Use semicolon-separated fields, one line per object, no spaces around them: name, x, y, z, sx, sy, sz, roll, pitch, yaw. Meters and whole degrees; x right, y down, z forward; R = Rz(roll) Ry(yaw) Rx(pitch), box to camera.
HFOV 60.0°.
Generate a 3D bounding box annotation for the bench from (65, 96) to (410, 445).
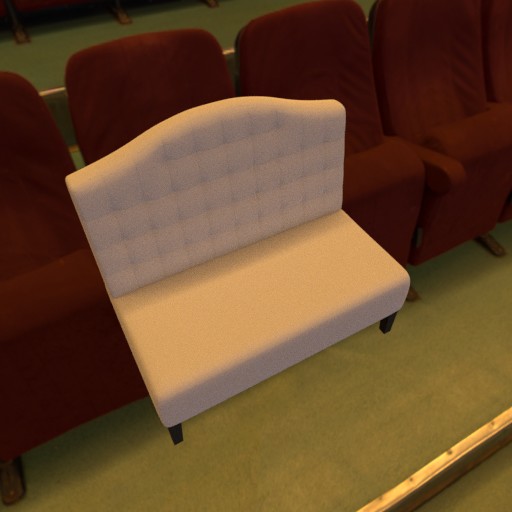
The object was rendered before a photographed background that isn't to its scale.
bench;0.000;0.000;2.076;1.335;1.180;0.815;-22;50;-20
